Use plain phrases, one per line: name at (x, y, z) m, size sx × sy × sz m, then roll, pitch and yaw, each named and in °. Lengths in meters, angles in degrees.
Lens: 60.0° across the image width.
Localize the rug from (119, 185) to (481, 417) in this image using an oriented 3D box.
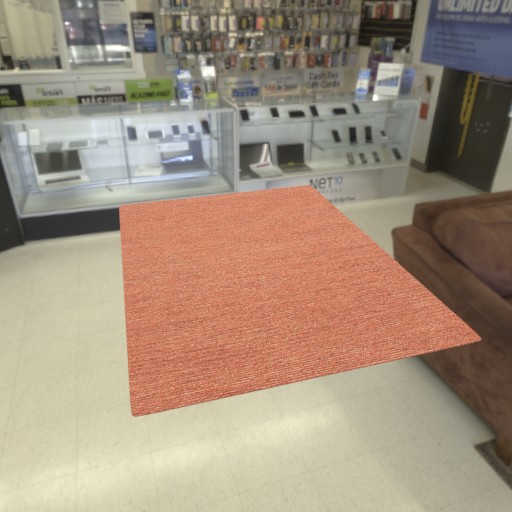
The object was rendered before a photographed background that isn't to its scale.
rug at (0.000, 0.000, 2.742) m, size 1.594 × 0.009 × 2.112 m, roll -8°, pitch 31°, yaw -14°
